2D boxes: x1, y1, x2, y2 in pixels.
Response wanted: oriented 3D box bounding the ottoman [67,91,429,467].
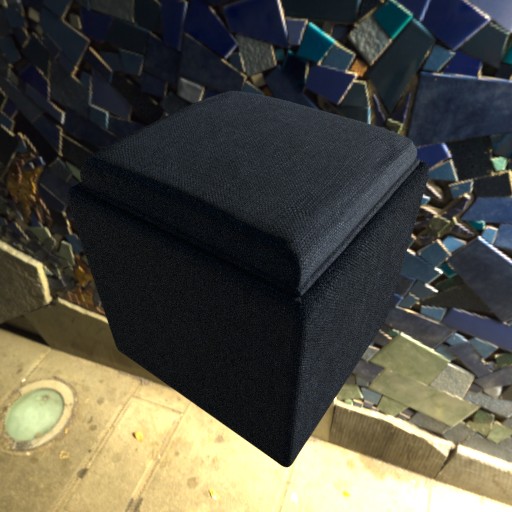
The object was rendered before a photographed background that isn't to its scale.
[{"bbox_3d":[0.000,0.000,0.856,0.454,0.493,0.436,25,47,26],"label":"ottoman"}]
